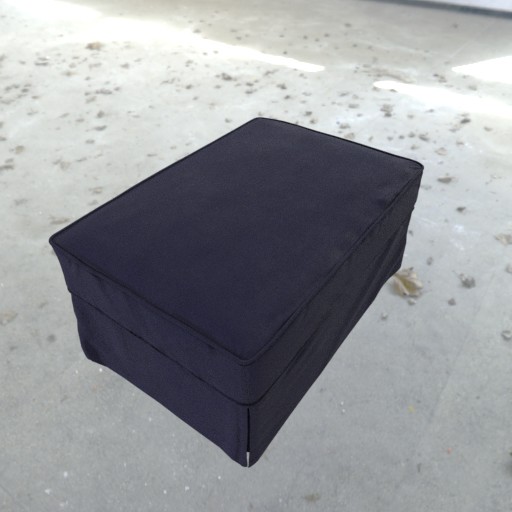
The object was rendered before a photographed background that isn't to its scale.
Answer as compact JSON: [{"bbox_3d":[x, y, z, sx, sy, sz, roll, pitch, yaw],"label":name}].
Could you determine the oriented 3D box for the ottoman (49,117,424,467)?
[{"bbox_3d":[0.000,0.000,1.323,0.637,0.503,0.938,25,47,26],"label":"ottoman"}]
